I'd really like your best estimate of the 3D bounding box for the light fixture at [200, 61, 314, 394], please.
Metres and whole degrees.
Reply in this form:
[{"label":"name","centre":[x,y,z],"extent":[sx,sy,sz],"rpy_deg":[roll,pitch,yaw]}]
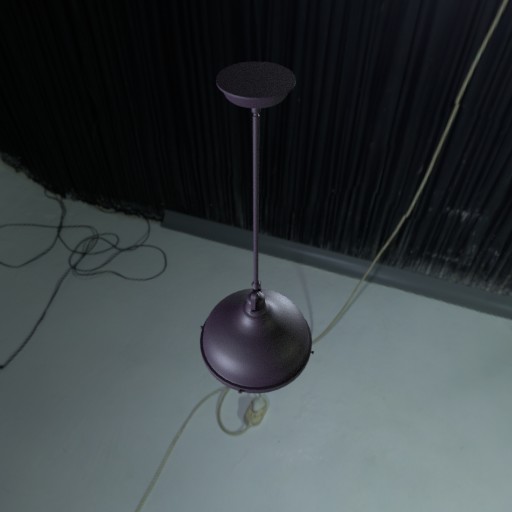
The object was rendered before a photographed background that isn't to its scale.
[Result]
[{"label":"light fixture","centre":[0.000,0.000,1.033],"extent":[0.341,0.849,0.341],"rpy_deg":[11,48,10]}]
